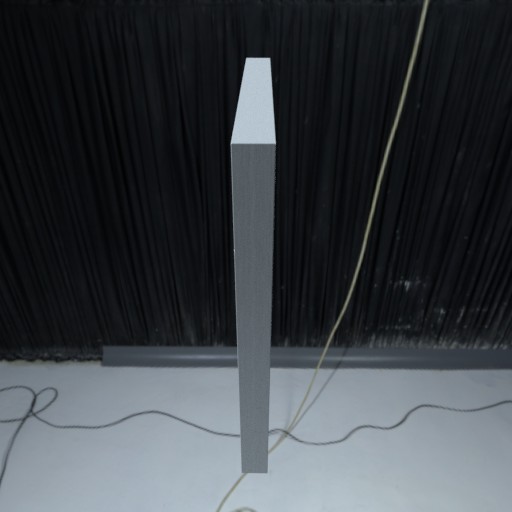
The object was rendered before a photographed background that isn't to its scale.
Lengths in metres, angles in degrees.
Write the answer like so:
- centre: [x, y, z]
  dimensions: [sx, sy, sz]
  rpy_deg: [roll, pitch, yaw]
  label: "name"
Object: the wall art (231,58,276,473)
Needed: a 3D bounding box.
- centre: [0.000, 0.000, 0.520]
  dimensions: [0.030, 0.379, 0.308]
  rpy_deg: [0, 33, 1]
  label: "wall art"
